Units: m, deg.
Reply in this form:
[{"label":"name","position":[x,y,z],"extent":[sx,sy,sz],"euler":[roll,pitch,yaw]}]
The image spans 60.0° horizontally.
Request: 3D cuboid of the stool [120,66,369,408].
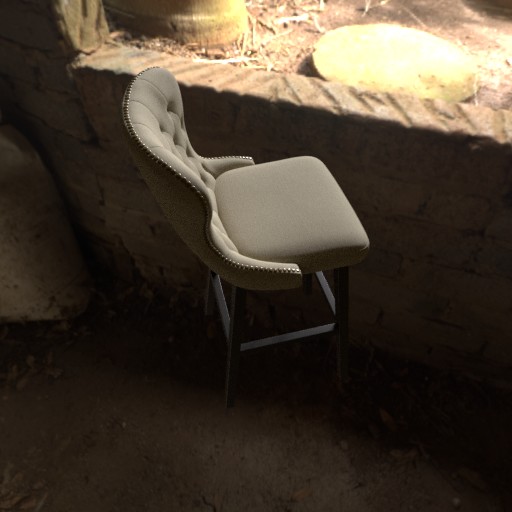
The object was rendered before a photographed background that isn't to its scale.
[{"label":"stool","position":[0.000,0.000,1.382],"extent":[0.605,1.066,0.528],"euler":[-11,48,-10]}]
